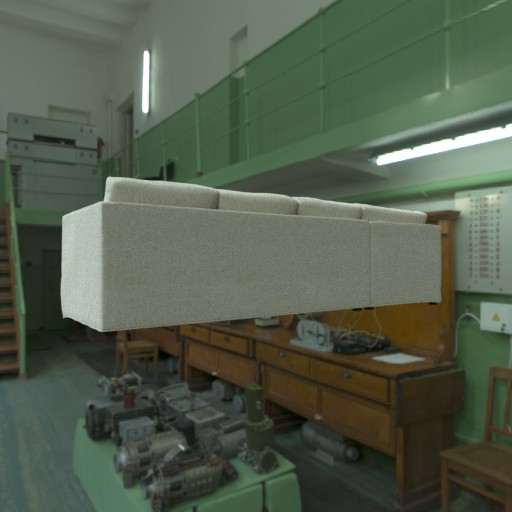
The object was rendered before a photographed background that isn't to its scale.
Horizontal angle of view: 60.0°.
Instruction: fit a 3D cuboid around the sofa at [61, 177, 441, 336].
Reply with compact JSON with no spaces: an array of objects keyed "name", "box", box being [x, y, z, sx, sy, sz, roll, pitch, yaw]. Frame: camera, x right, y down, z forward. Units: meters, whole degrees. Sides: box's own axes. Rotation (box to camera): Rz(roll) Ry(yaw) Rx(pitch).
[{"name":"sofa","box":[0.000,0.000,3.939,3.205,0.922,1.650,0,0,-35]}]
